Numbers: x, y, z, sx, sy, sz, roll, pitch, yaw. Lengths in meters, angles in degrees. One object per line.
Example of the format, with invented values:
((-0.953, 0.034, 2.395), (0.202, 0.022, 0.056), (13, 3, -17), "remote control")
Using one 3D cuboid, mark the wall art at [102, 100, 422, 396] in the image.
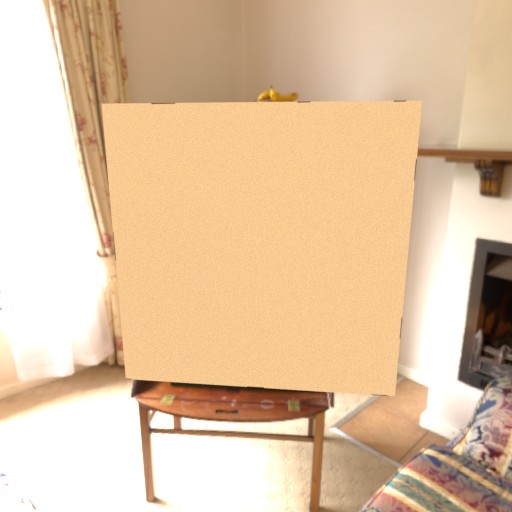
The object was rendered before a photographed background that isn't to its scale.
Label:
((0.000, 0.000, 0.677), (0.446, 0.445, 0.014), (2, 15, 7), "wall art")
